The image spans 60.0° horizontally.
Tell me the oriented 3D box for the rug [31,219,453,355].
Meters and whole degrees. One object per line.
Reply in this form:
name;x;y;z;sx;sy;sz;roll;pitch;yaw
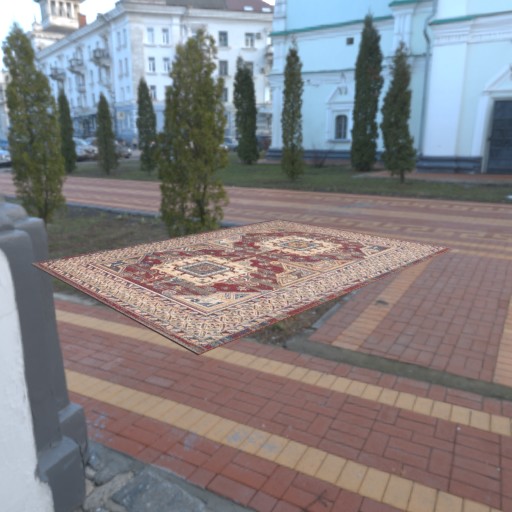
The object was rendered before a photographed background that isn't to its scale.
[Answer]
rug;0.000;0.000;4.162;3.197;0.013;2.381;-14;20;-43
